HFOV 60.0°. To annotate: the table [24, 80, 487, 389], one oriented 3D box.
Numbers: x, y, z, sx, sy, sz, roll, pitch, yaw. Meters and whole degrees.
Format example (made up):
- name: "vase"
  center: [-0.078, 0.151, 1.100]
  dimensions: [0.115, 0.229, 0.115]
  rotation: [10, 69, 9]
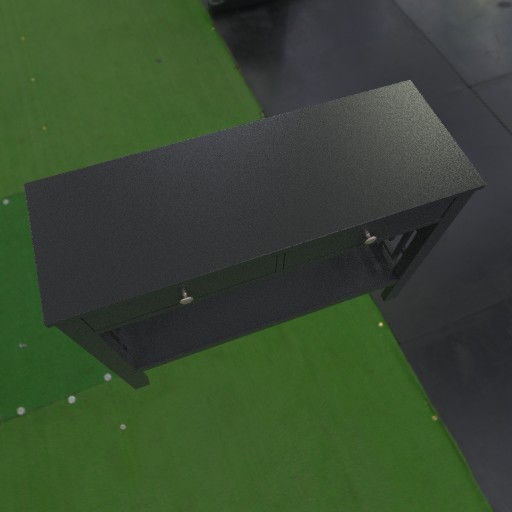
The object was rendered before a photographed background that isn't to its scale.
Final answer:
- name: "table"
  center: [0.000, 0.000, 1.418]
  dimensions: [1.068, 0.753, 0.397]
  rotation: [-18, 64, -9]
